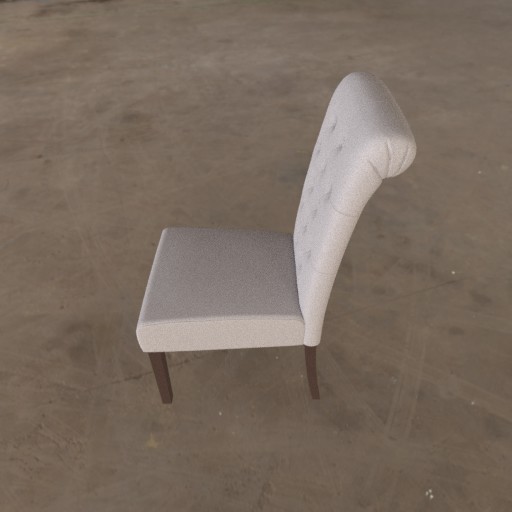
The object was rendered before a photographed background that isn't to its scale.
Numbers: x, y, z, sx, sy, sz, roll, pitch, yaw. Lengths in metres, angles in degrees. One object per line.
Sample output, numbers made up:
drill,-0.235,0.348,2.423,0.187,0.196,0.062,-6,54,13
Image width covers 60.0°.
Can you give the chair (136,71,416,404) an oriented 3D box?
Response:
chair,0.000,0.000,1.353,0.671,1.006,0.456,0,41,0
